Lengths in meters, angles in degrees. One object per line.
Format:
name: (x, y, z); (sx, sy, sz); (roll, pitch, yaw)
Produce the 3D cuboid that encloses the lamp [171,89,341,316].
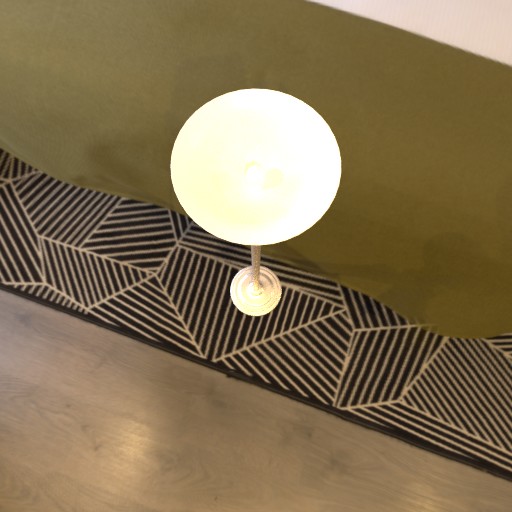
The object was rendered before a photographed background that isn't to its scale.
lamp: (0.000, 0.000, 1.912); (0.405, 1.771, 0.405); (-11, 76, -3)
